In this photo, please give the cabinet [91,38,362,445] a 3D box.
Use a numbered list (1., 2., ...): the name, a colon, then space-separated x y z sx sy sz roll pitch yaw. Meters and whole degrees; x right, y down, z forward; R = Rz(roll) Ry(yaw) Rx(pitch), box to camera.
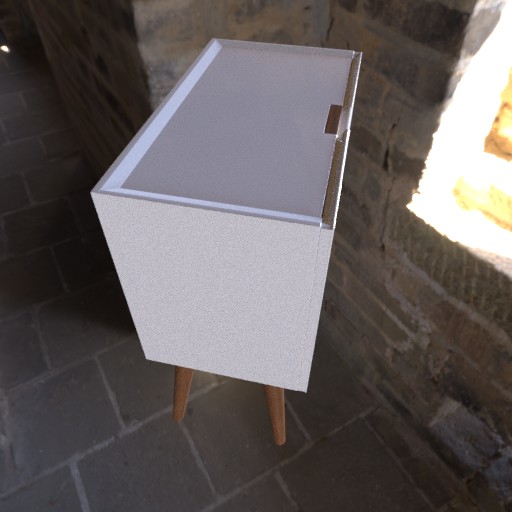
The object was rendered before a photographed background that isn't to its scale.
1. cabinet: 0.000 0.000 1.072 0.344 0.772 0.591 9 47 9
